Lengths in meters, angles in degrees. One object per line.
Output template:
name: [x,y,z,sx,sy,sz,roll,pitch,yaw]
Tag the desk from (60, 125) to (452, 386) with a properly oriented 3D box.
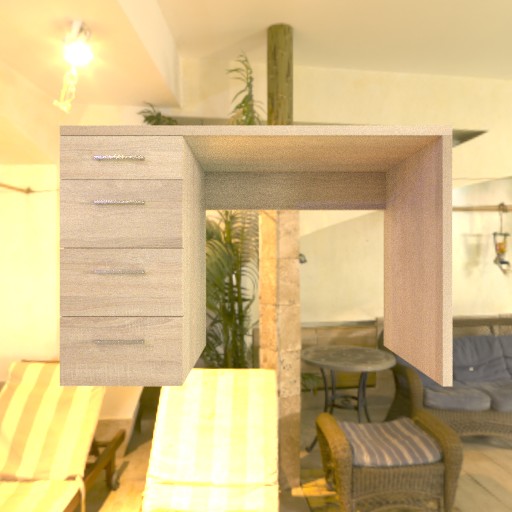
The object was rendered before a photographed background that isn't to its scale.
desk: [0.000,0.000,1.516,1.100,0.731,0.600,0,0,0]
